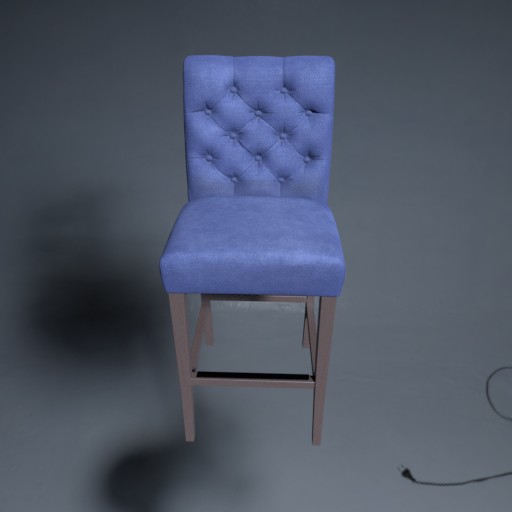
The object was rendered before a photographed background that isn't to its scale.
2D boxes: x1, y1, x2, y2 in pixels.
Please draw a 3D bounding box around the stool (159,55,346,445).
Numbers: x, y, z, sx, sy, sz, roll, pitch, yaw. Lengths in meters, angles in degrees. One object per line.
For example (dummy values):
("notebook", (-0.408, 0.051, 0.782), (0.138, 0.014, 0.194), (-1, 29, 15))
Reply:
("stool", (0.000, 0.000, 1.444), (0.493, 1.140, 0.601), (1, 31, 2))
